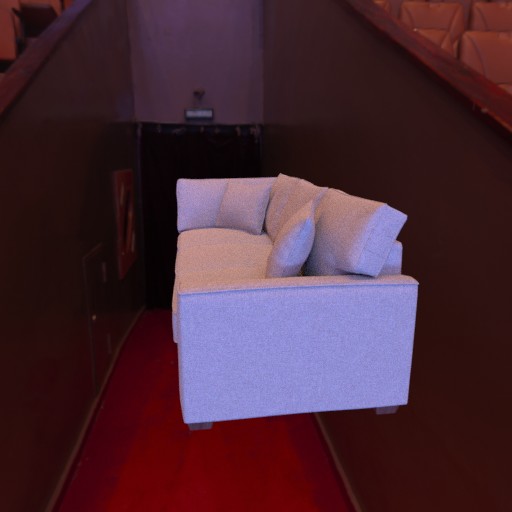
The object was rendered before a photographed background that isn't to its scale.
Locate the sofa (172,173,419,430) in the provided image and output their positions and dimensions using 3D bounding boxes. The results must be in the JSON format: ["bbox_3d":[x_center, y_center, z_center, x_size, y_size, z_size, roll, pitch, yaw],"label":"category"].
[{"bbox_3d":[0.000,0.000,2.914,1.061,0.962,2.317,-2,14,-8],"label":"sofa"}]
